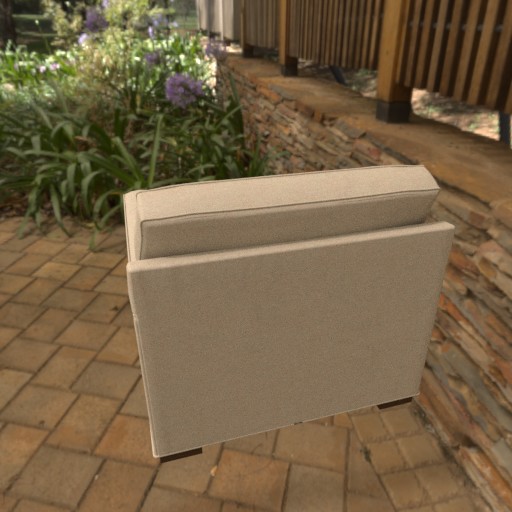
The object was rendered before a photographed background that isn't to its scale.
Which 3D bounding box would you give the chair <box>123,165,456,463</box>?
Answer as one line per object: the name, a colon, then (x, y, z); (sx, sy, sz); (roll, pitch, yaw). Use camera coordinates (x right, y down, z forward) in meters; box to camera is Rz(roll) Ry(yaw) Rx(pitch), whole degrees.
chair: (0.000, 0.000, 1.810); (0.998, 0.913, 1.043); (-8, 28, -15)
